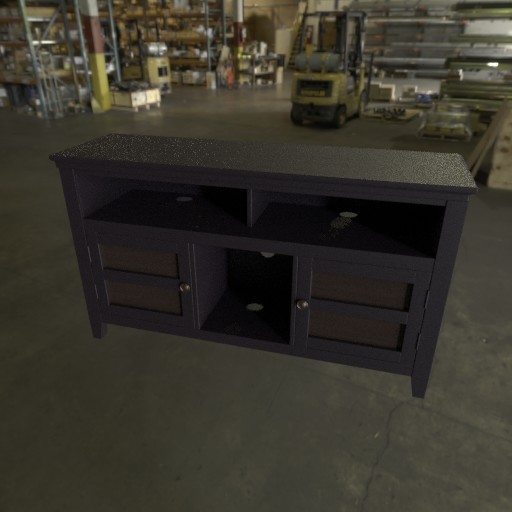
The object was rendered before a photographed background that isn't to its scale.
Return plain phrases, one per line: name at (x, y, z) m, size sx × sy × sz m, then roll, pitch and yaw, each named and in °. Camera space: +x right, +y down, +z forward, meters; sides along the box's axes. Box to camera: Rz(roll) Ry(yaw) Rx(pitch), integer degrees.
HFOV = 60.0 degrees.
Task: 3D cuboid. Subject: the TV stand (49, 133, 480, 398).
TV stand at (0.000, 0.000, 1.486) m, size 1.198 × 0.681 × 0.347 m, roll 7°, pitch 27°, yaw 14°
